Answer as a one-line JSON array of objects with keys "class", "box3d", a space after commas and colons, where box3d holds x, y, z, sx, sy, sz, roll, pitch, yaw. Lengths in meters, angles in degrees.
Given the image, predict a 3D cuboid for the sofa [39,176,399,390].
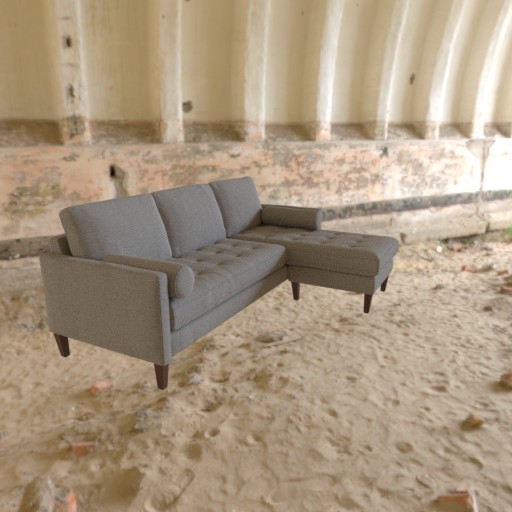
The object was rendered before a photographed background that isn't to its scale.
[{"class": "sofa", "box3d": [0.000, 0.000, 2.998, 1.506, 0.875, 2.178, 8, 17, 27]}]
